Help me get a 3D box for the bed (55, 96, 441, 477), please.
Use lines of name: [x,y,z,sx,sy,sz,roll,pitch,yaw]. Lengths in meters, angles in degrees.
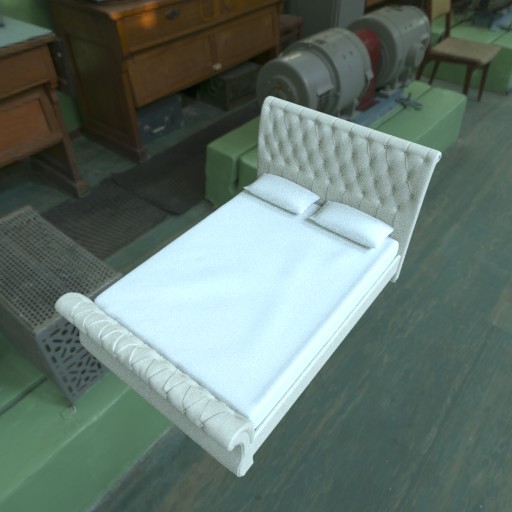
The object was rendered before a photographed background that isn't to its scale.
bed: [0.000,0.000,3.388,1.606,1.268,2.493,28,50,27]
